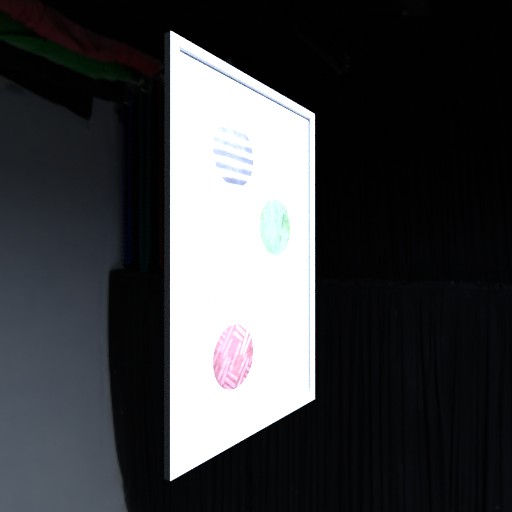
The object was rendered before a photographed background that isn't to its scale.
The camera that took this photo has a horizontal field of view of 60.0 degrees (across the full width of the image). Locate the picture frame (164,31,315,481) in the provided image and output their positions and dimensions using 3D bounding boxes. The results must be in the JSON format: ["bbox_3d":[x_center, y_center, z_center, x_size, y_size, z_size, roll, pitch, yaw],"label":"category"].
[{"bbox_3d":[0.000,0.000,0.839,0.013,0.657,0.457,0,0,35],"label":"picture frame"}]
